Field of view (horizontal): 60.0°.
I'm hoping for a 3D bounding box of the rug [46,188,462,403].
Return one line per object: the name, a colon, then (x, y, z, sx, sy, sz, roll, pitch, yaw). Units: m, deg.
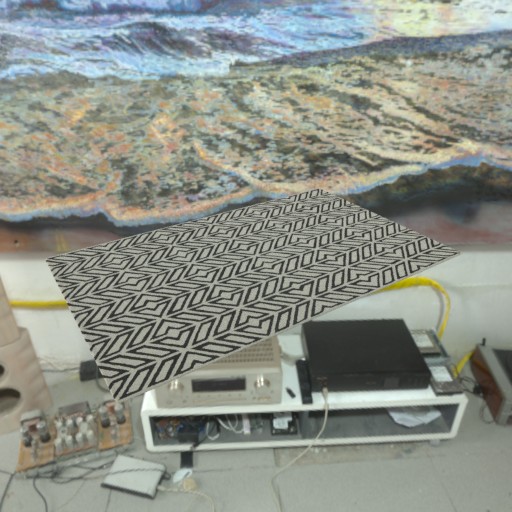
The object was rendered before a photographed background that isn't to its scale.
rug: (0.000, 0.000, 3.047, 2.438, 0.008, 1.523, -18, 34, -29)
